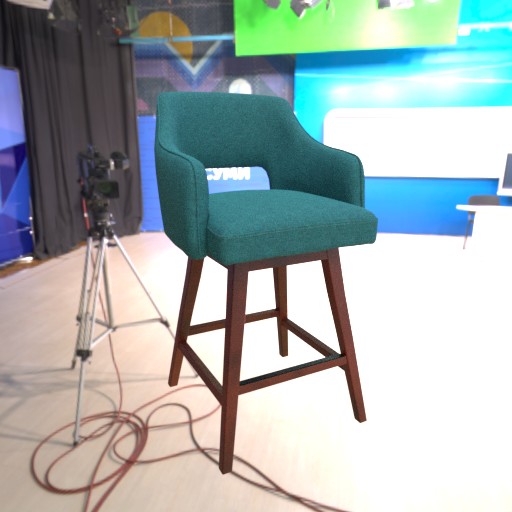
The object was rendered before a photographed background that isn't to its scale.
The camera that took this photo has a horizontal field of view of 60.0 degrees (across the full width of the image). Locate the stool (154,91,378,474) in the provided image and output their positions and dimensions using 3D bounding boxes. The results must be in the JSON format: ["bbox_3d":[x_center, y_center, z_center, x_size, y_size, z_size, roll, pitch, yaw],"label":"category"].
[{"bbox_3d":[0.000,0.000,1.331,0.548,0.961,0.556,-8,18,-26],"label":"stool"}]
